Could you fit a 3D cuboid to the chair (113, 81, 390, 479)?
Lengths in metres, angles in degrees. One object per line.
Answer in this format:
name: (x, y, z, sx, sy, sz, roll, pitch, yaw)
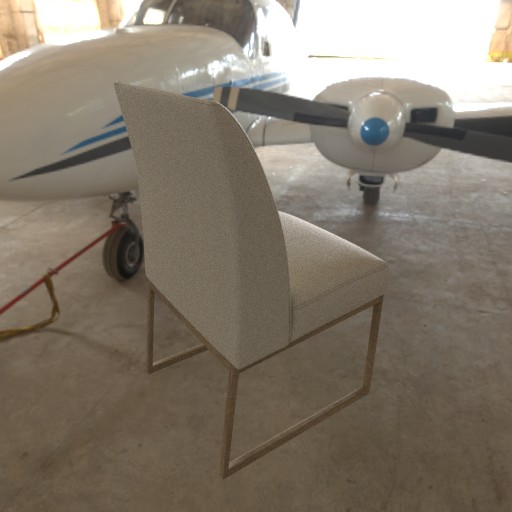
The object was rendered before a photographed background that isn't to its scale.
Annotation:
chair: (0.000, 0.000, 1.183, 0.522, 0.863, 0.508, -17, 31, -31)
